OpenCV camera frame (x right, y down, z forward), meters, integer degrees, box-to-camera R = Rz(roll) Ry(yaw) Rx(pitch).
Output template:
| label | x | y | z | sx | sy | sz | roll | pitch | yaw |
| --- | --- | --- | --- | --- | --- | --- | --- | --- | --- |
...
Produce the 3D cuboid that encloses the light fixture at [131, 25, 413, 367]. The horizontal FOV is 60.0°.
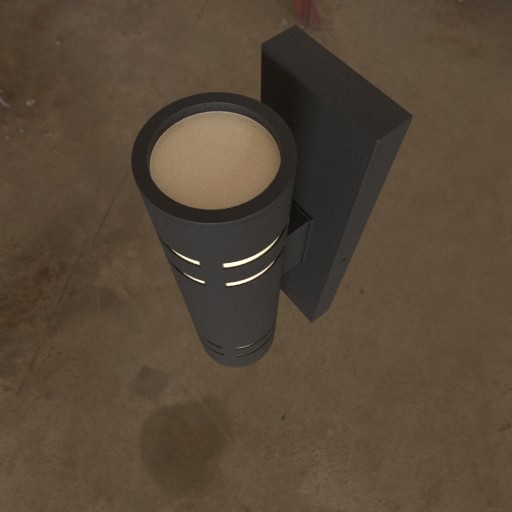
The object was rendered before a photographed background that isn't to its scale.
| label | x | y | z | sx | sy | sz | roll | pitch | yaw |
| --- | --- | --- | --- | --- | --- | --- | --- | --- | --- |
| light fixture | 0.000 | 0.000 | 0.398 | 0.149 | 0.330 | 0.105 | -36 | 69 | -16 |
